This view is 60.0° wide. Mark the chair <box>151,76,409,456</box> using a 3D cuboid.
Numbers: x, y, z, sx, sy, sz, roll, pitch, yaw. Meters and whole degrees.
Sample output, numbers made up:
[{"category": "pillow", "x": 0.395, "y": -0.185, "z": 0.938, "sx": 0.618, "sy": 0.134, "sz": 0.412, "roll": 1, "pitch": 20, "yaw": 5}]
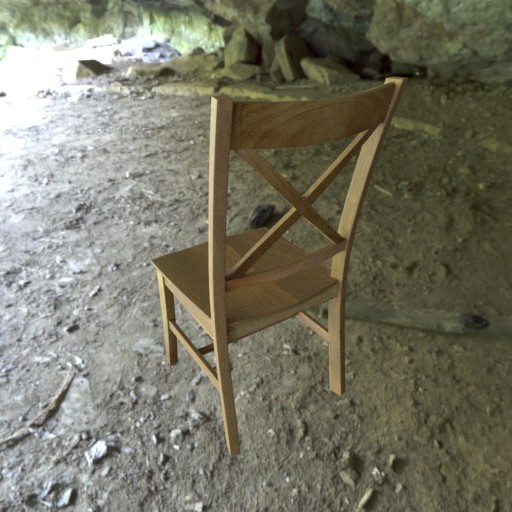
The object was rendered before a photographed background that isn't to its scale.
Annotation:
[{"category": "chair", "x": 0.000, "y": 0.000, "z": 1.284, "sx": 0.485, "sy": 0.983, "sz": 0.542, "roll": -18, "pitch": 34, "yaw": -29}]
